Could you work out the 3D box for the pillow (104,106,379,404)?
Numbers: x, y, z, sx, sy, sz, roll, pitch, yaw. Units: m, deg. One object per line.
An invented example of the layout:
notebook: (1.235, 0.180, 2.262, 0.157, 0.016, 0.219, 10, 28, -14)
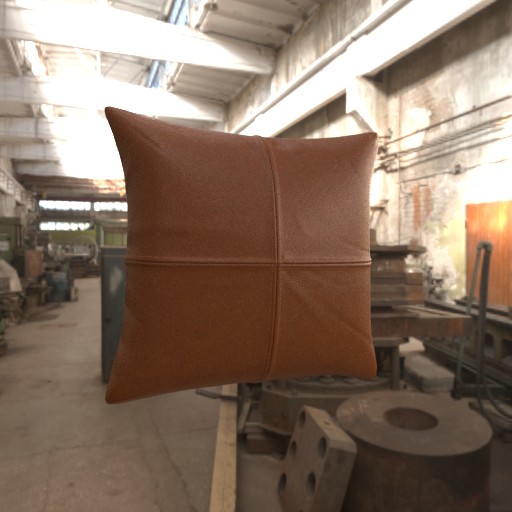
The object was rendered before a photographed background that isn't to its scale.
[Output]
pillow: (0.000, 0.000, 0.773, 0.501, 0.477, 0.192, 0, 1, -18)
